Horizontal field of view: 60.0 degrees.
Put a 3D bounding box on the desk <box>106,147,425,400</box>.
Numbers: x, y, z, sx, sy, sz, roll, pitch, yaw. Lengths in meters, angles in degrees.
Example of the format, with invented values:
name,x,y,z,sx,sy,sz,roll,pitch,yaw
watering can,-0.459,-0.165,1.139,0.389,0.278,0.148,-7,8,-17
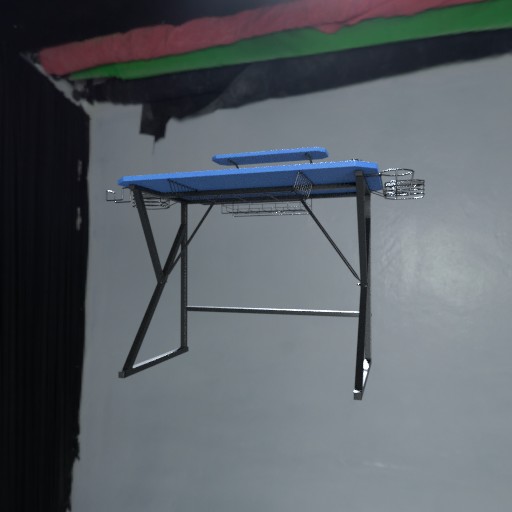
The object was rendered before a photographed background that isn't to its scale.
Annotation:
name,x,y,z,sx,sy,sz,roll,pitch,yaw
desk,0.000,0.000,1.797,1.295,0.909,0.594,0,-1,18
